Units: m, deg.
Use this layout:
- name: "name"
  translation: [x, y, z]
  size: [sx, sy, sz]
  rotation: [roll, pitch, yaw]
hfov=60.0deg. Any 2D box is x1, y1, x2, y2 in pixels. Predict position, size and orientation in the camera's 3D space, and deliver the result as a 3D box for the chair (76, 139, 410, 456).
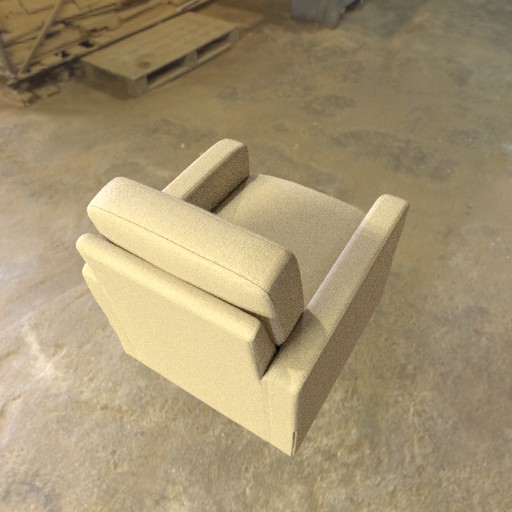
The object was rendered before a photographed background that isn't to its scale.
- name: "chair"
  translation: [0.000, 0.000, 1.493]
  size: [0.755, 0.827, 0.888]
  rotation: [24, 51, 22]
